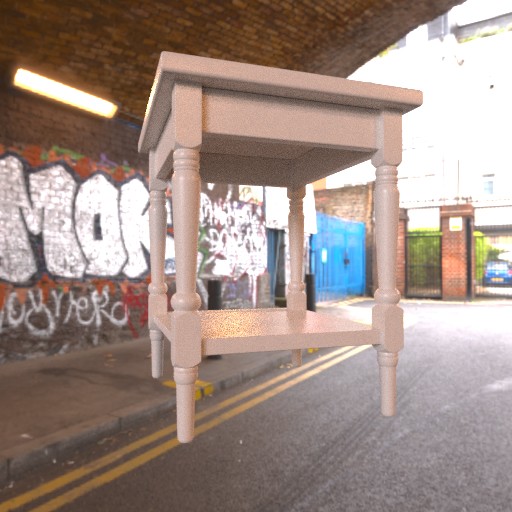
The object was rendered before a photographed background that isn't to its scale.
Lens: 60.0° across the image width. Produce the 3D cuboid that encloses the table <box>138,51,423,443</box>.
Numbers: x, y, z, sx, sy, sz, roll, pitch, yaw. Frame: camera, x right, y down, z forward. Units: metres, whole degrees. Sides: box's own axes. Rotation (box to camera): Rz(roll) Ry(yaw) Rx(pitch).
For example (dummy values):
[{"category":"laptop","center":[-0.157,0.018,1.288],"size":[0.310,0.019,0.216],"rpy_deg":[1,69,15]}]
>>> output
[{"category":"table","center":[0.000,0.000,0.914],"size":[0.442,0.565,0.488],"rpy_deg":[0,-1,-19]}]
